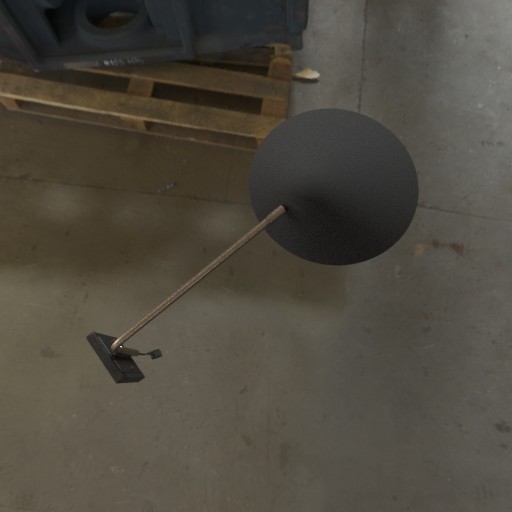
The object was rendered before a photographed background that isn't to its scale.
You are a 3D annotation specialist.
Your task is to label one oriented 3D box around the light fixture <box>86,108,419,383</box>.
[{"bbox_3d":[0.000,0.000,0.683,0.516,0.312,0.240,-37,78,-9],"label":"light fixture"}]
